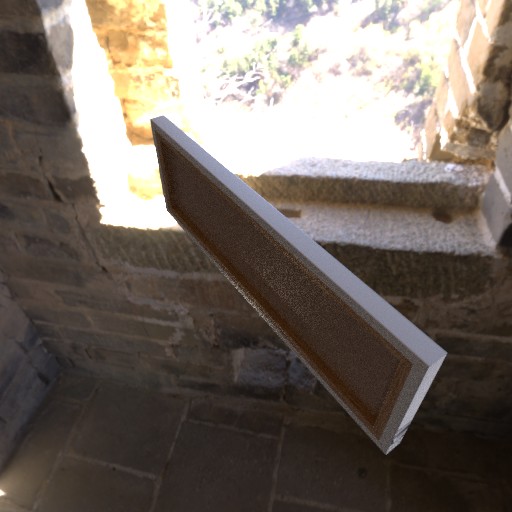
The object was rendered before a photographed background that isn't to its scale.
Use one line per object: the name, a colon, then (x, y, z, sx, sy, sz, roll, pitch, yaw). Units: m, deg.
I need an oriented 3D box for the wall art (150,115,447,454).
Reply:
wall art: (0.000, 0.000, 0.849, 0.036, 0.256, 0.766, -26, 50, -24)
